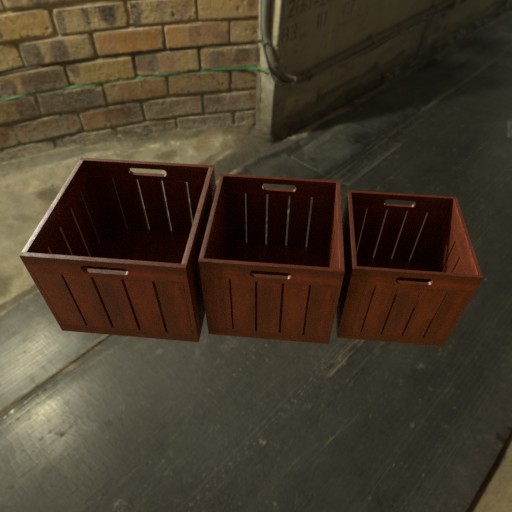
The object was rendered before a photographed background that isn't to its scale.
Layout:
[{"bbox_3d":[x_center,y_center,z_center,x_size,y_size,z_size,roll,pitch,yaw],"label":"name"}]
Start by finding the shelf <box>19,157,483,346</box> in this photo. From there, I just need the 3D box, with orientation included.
[{"bbox_3d":[0.000,0.000,1.238,1.064,0.311,0.393,4,47,4],"label":"shelf"}]
